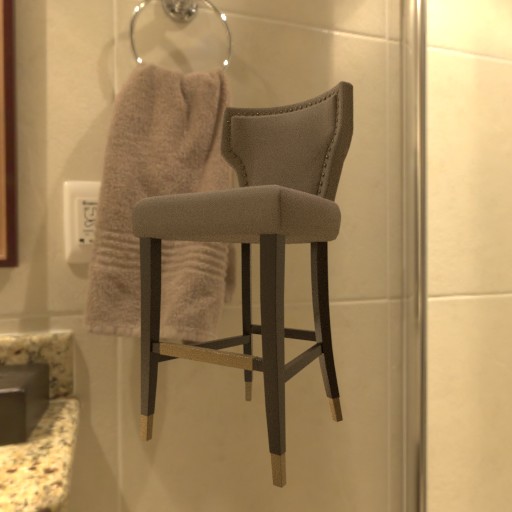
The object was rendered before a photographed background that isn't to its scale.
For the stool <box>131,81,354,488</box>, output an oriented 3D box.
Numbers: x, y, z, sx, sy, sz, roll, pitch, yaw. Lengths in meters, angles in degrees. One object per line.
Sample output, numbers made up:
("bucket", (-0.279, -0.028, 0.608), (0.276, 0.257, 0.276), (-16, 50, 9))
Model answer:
("stool", (0.000, 0.000, 1.383), (0.526, 1.092, 0.563), (0, 0, 34))
